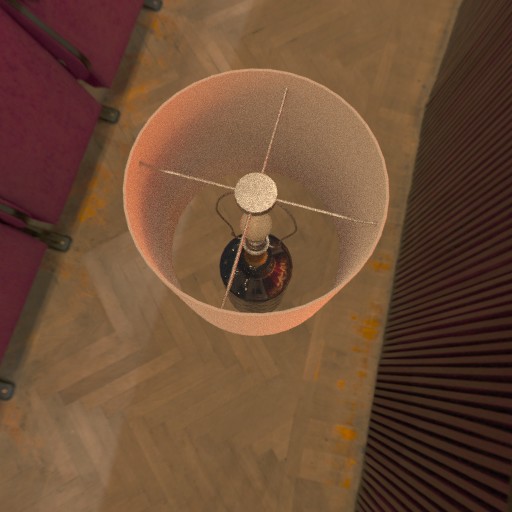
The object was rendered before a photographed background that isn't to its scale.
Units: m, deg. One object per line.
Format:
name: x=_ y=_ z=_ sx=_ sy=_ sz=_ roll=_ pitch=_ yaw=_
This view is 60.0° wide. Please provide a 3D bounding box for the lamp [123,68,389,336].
lamp: x=0.000 y=0.000 z=0.567 sx=0.207 sy=0.461 sz=0.207 roll=15 pitch=76 yaw=4
